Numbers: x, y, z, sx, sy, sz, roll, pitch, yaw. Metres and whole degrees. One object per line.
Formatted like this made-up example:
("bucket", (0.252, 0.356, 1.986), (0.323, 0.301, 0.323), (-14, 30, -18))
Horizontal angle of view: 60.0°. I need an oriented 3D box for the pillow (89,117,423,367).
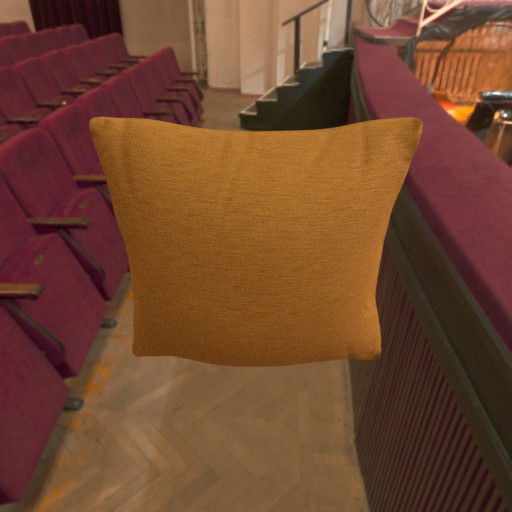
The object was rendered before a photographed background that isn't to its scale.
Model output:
("pillow", (0.000, 0.000, 0.676), (0.435, 0.417, 0.247), (0, 31, 1))
